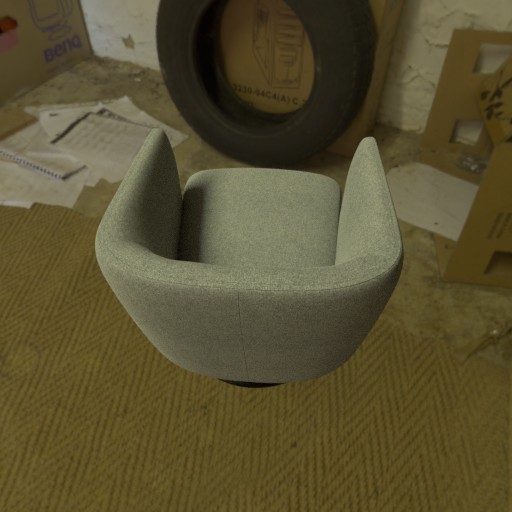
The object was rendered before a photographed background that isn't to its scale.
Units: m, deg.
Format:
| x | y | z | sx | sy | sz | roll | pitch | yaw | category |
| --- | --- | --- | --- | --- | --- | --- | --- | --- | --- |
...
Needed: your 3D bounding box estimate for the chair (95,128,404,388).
| x | y | z | sx | sy | sz | roll | pitch | yaw | category |
| --- | --- | --- | --- | --- | --- | --- | --- | --- | --- |
| 0.000 | 0.000 | 1.582 | 0.822 | 0.861 | 0.986 | 3 | 47 | 3 | chair |
